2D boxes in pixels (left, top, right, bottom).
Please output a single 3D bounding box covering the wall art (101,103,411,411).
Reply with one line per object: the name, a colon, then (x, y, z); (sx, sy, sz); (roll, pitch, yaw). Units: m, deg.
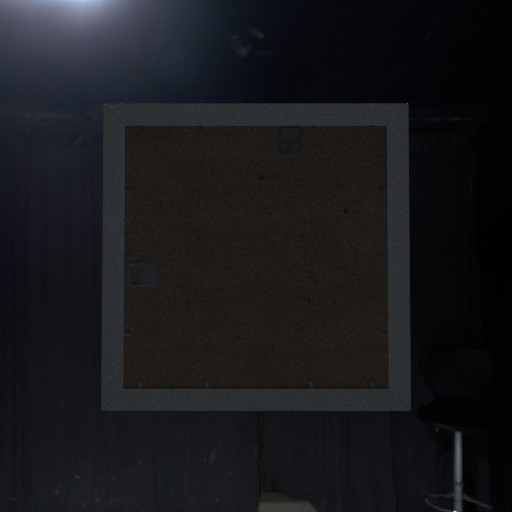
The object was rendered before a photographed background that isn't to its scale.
wall art: (0.000, 0.000, 0.852); (0.584, 0.584, 0.013); (0, -1, 0)
